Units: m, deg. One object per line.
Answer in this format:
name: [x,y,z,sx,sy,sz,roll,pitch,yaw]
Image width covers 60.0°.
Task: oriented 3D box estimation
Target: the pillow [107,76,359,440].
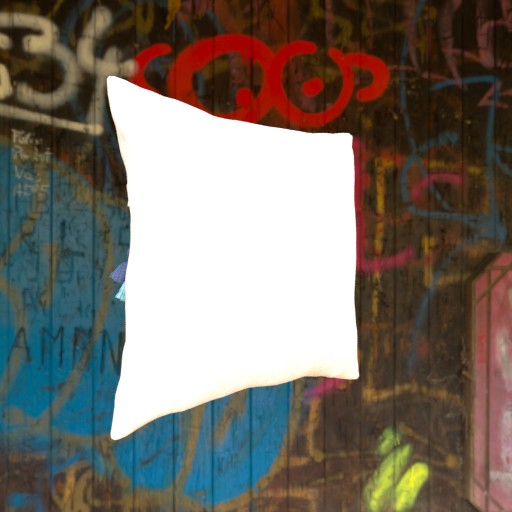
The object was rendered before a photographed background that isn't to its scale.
pillow: [0.000,0.000,0.656,0.433,0.436,0.173,0,0,-36]
